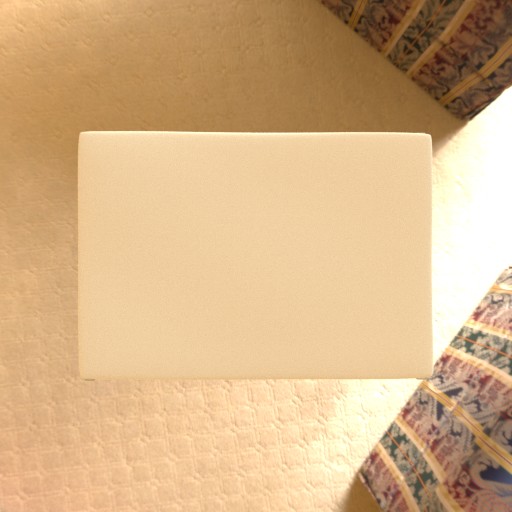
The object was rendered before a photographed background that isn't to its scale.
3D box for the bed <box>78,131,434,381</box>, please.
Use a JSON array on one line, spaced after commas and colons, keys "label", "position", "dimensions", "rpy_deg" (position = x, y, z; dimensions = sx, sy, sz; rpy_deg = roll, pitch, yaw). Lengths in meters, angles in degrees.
[{"label": "bed", "position": [0.000, 0.000, 2.596], "dimensions": [1.985, 0.510, 1.460], "rpy_deg": [0, 90, -1]}]
